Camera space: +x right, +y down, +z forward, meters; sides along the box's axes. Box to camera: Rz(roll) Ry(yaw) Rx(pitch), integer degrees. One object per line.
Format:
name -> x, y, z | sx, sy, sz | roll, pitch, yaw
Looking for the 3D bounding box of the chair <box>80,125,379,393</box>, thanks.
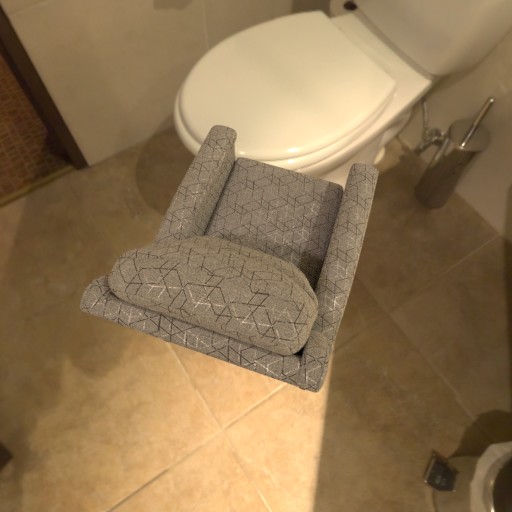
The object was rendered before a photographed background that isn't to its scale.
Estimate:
chair -> 0.000, 0.000, 1.724 | 0.753, 1.048, 0.987 | 17, 66, 8
